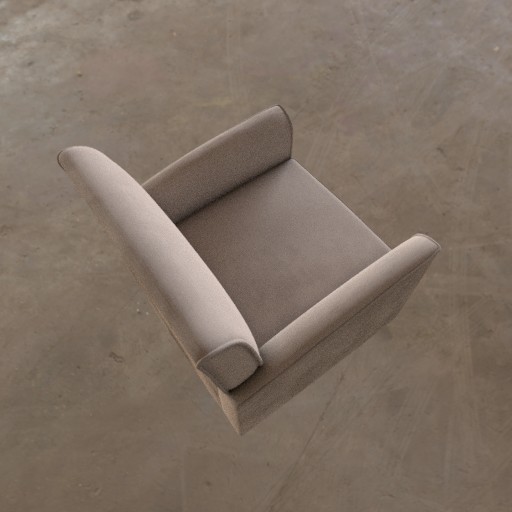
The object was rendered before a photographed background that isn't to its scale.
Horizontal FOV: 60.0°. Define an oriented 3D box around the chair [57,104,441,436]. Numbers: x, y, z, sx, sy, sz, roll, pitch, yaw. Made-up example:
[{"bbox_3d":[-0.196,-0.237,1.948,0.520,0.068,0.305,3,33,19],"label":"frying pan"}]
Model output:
[{"bbox_3d":[0.000,0.000,1.533,0.821,0.915,0.820,-32,63,-18],"label":"chair"}]
